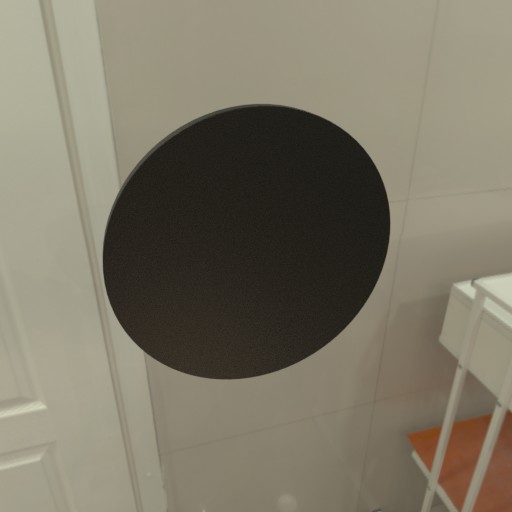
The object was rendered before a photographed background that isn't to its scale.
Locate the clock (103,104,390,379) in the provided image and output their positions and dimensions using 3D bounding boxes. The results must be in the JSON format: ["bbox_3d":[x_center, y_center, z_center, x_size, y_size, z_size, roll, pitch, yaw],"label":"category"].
[{"bbox_3d":[0.000,0.000,0.694,0.454,0.454,0.038,-8,27,-16],"label":"clock"}]
